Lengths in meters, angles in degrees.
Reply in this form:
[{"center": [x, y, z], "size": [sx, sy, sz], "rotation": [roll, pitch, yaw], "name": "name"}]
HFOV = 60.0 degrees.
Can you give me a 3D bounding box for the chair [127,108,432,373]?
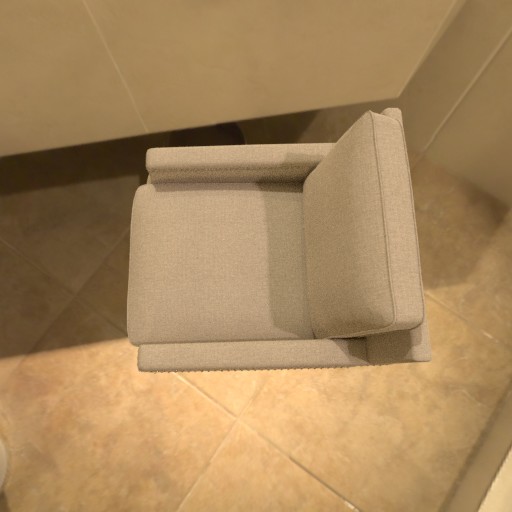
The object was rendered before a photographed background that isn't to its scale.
[{"center": [0.000, 0.000, 1.713], "size": [1.014, 0.943, 0.853], "rotation": [-1, 75, 0], "name": "chair"}]
